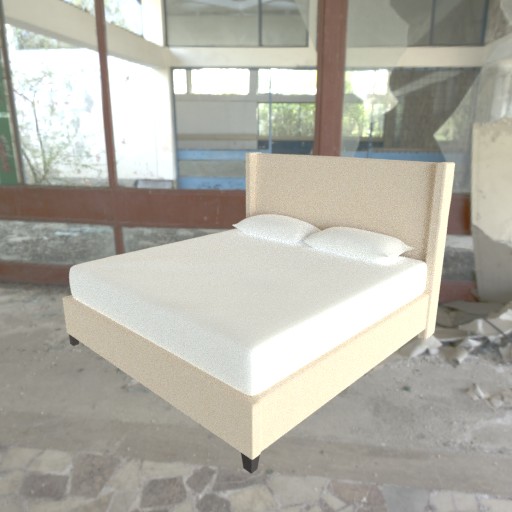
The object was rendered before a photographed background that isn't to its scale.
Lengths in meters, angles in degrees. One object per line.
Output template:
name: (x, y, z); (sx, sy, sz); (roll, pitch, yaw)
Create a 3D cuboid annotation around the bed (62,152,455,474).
bed: (0.000, 0.000, 3.579); (2.145, 1.471, 2.293); (15, 22, 41)
